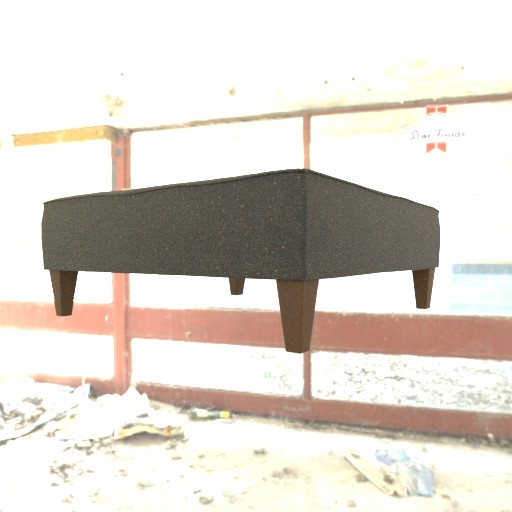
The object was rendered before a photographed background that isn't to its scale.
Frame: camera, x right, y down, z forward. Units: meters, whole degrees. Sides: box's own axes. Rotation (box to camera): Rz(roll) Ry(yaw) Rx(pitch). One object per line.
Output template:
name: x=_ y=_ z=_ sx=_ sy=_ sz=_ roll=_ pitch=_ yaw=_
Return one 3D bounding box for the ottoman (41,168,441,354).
ottoman: x=0.000 y=0.000 z=1.521 sx=0.968 sy=0.382 sz=1.004 roll=0 pitch=0 yaw=36
